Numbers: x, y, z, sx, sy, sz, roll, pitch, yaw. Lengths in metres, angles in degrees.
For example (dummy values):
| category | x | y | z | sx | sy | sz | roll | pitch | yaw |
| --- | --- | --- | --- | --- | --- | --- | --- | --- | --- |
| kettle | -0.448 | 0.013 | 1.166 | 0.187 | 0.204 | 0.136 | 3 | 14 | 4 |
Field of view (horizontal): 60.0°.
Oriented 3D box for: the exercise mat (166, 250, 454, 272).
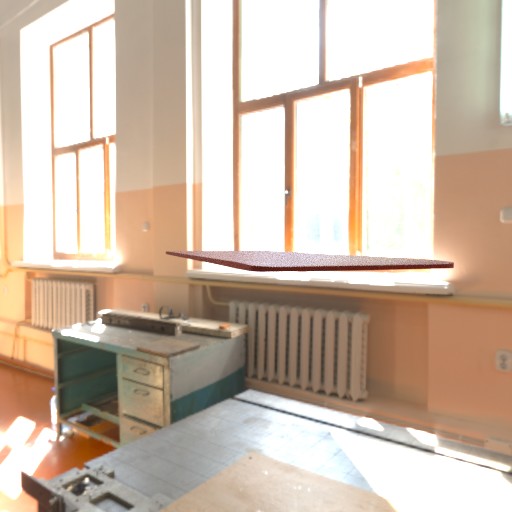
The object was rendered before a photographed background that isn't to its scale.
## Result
| category | x | y | z | sx | sy | sz | roll | pitch | yaw |
| --- | --- | --- | --- | --- | --- | --- | --- | --- | --- |
| exercise mat | 0.000 | 0.000 | 2.042 | 0.616 | 0.021 | 1.869 | -1 | 2 | -18 |
